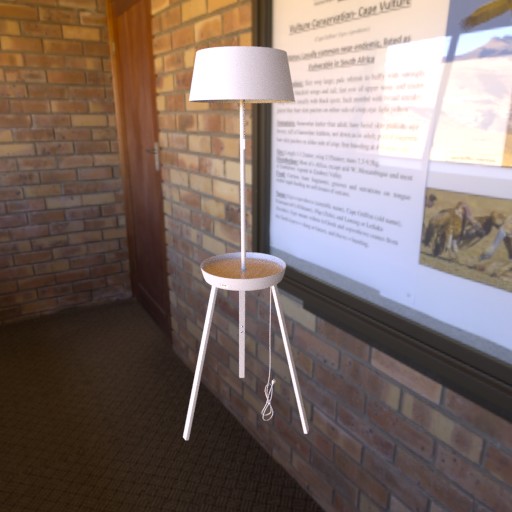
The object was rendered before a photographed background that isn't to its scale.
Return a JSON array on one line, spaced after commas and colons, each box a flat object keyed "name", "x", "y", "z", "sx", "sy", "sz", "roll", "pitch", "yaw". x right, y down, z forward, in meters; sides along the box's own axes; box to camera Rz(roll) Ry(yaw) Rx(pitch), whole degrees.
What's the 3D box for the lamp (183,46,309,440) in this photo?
[{"name": "lamp", "x": 0.000, "y": 0.000, "z": 1.673, "sx": 0.468, "sy": 1.429, "sz": 0.508, "roll": 8, "pitch": 19, "yaw": 24}]
